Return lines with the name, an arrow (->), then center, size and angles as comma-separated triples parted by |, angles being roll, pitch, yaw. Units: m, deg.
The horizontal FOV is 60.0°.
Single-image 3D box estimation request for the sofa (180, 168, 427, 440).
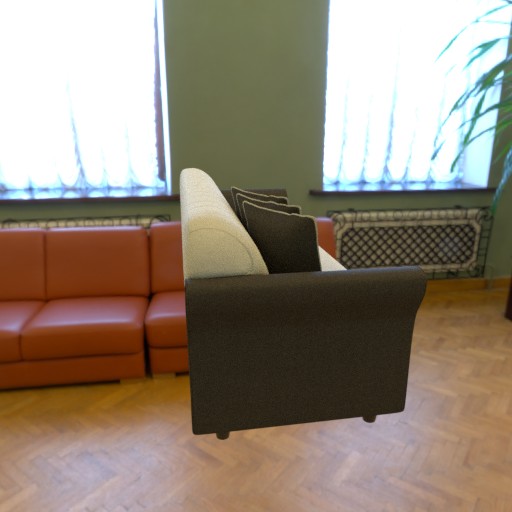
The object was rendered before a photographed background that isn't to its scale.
sofa -> 0.000, 0.000, 2.325 | 0.755, 0.787, 2.001 | -3, 17, -9
